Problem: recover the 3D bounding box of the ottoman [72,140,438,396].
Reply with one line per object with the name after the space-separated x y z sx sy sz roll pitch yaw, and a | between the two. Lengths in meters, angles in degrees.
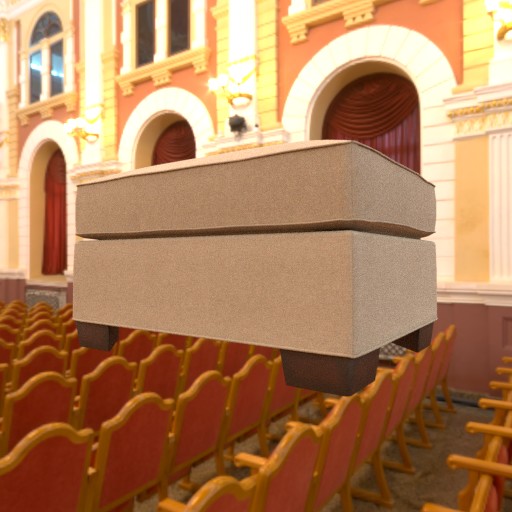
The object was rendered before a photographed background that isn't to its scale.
0.000 0.000 1.247 0.846 0.503 0.617 0 0 35 | ottoman
